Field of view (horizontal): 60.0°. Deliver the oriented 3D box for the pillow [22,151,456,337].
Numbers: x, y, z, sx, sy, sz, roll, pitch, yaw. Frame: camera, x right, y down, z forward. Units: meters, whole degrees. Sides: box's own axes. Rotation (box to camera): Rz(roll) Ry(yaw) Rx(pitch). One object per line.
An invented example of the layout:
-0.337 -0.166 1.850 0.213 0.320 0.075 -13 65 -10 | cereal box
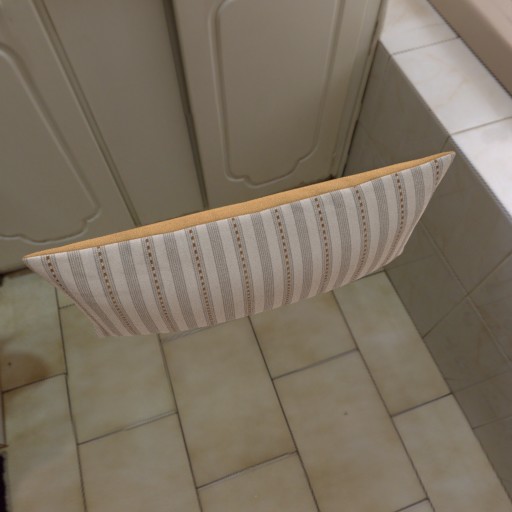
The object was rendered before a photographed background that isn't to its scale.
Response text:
0.000 0.000 0.719 0.608 0.291 0.151 -15 63 -8 | pillow
